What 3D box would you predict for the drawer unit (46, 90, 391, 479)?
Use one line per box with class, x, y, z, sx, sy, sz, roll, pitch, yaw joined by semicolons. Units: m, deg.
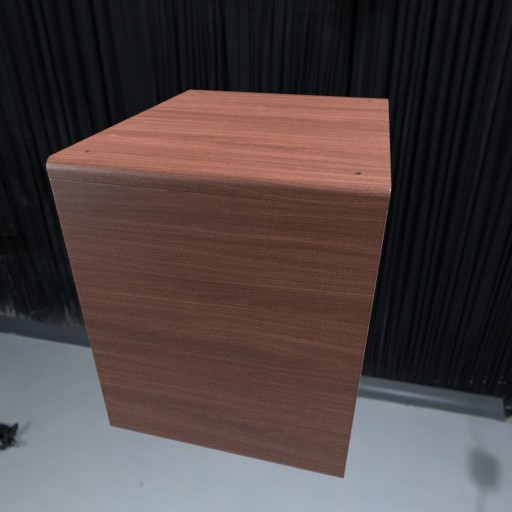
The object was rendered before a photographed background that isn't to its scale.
drawer unit;0.000;0.000;0.587;0.290;0.351;0.349;7;31;12
